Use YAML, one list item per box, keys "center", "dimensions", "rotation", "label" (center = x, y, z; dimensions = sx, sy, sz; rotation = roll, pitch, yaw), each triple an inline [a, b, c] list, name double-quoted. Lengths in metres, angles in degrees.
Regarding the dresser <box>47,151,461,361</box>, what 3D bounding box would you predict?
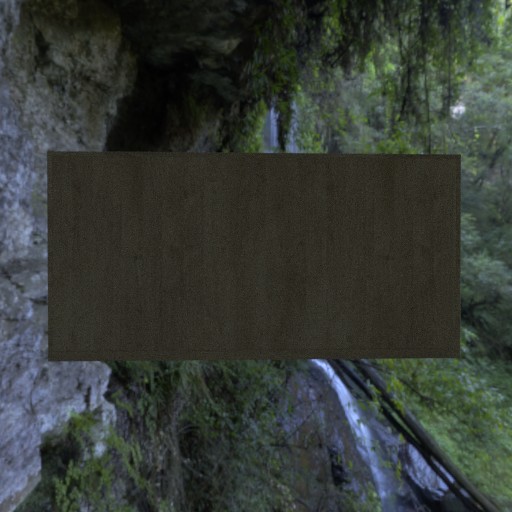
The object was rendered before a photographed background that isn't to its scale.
- center: [0.000, 0.000, 1.892]
  dimensions: [1.590, 0.795, 0.390]
  rotation: [0, 1, -2]
  label: "dresser"
